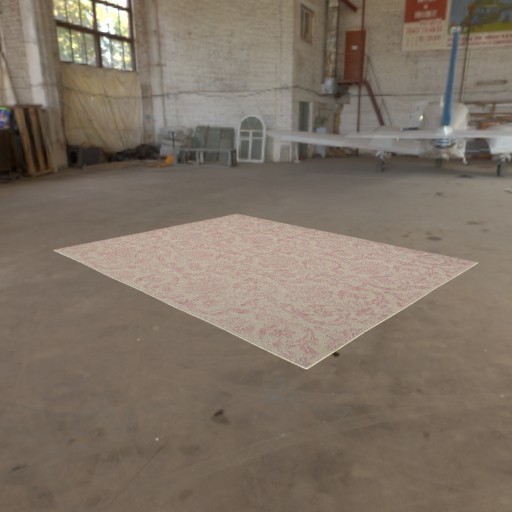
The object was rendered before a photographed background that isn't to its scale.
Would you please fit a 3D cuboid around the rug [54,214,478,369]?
[{"bbox_3d":[0.000,0.000,3.956,2.980,0.012,2.363,16,23,42],"label":"rug"}]
